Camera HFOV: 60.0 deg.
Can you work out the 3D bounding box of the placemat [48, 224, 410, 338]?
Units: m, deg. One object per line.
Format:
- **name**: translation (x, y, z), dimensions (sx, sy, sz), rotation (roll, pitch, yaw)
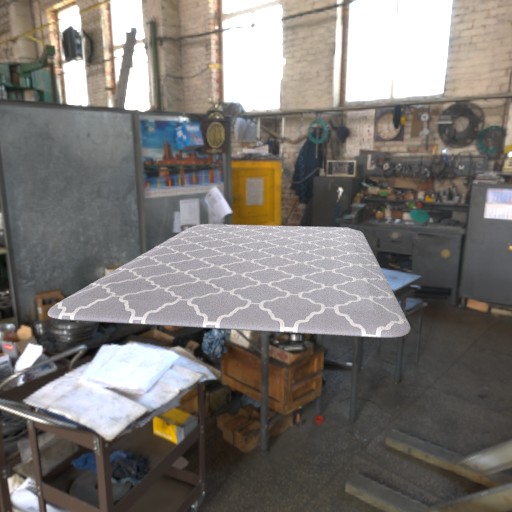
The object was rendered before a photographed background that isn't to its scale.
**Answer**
- **placemat**: translation (0.000, 0.000, 0.946), dimensions (0.508, 0.021, 0.762), rotation (2, 13, 8)
